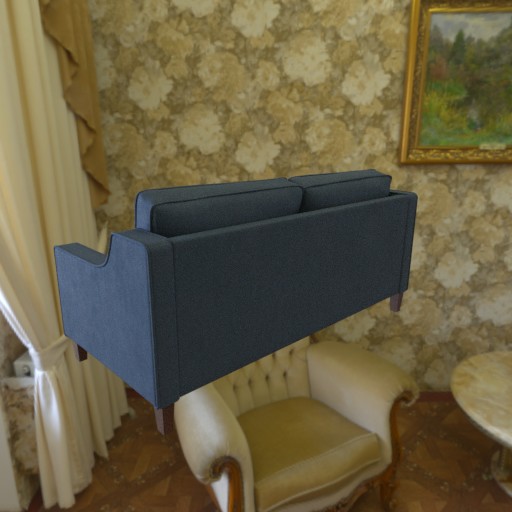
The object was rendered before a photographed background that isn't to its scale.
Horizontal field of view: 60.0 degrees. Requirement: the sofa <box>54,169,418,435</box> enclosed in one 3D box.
[{"bbox_3d":[0.000,0.000,2.887,2.178,1.071,1.066,-15,21,-42],"label":"sofa"}]
